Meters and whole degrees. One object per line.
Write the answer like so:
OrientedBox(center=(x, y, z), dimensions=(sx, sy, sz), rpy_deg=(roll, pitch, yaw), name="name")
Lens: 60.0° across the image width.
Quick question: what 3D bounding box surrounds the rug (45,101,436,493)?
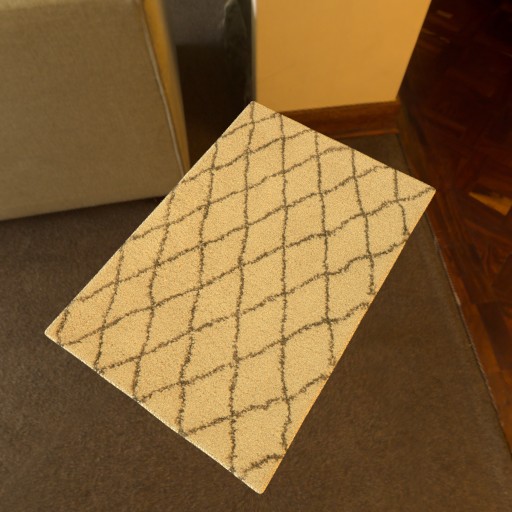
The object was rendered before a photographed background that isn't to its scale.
OrientedBox(center=(0.000, 0.000, 2.266), dimensions=(1.219, 0.030, 1.778), rpy_deg=(30, 67, 14), name="rug")
